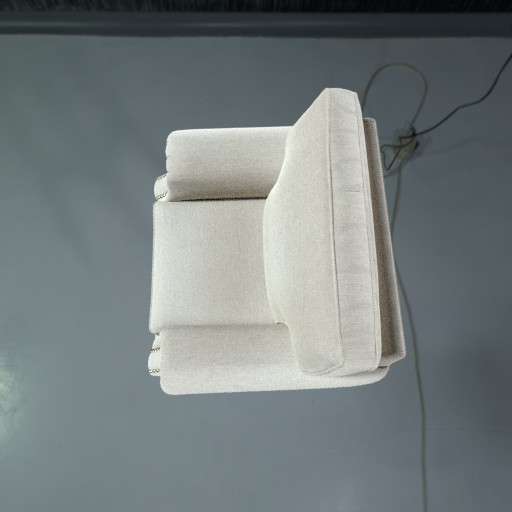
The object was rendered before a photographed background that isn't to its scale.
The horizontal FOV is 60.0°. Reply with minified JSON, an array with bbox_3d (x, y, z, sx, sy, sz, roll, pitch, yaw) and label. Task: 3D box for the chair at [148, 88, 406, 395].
[{"bbox_3d":[0.000,0.000,1.863,0.965,0.961,1.092,-2,73,-1],"label":"chair"}]
